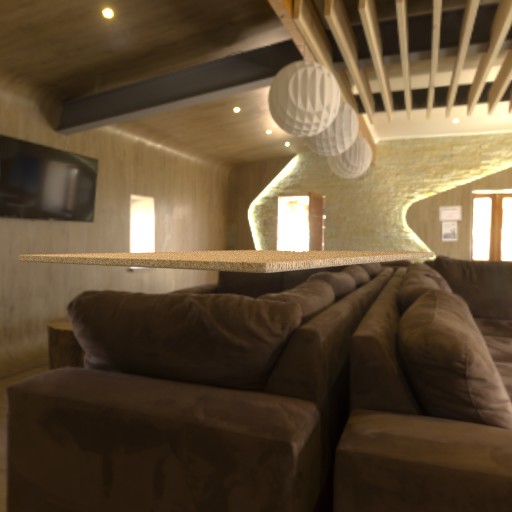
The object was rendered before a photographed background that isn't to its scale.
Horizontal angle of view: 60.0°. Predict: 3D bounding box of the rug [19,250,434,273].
[{"bbox_3d":[0.000,0.000,2.055,1.199,0.025,1.600,1,2,36],"label":"rug"}]
